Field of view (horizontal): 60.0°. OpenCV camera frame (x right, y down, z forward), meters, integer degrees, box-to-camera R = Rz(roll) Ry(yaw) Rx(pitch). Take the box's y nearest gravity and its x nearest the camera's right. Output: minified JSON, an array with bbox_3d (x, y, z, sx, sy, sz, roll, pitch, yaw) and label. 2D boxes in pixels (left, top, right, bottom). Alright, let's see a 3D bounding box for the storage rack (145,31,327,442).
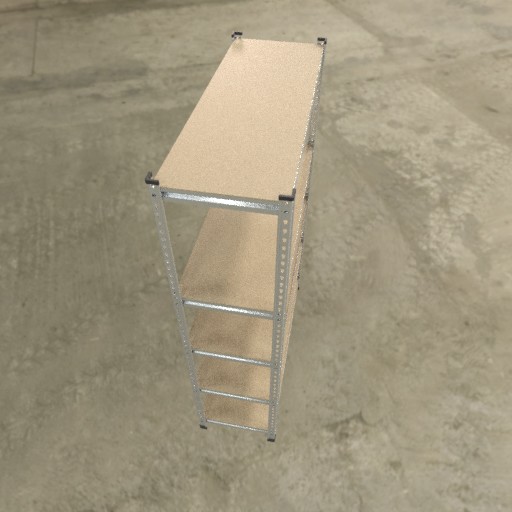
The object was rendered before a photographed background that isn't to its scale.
[{"bbox_3d":[0.000,0.000,2.378,0.457,1.829,1.219,8,47,7],"label":"storage rack"}]
